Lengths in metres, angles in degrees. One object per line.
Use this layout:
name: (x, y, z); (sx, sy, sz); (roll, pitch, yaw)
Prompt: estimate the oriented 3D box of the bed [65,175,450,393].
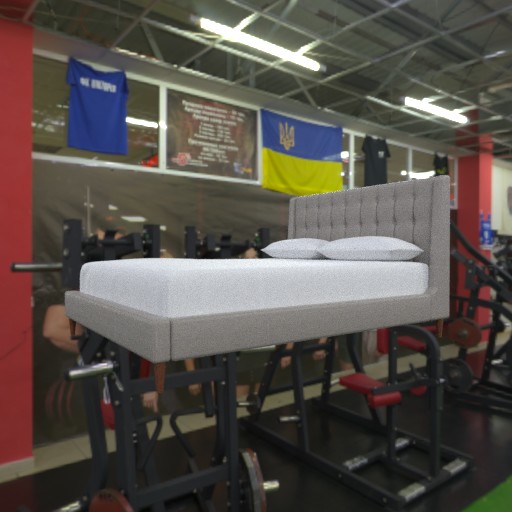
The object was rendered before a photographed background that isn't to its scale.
bed: (0.000, 0.000, 3.177); (2.232, 1.147, 1.656); (-1, 1, -35)
